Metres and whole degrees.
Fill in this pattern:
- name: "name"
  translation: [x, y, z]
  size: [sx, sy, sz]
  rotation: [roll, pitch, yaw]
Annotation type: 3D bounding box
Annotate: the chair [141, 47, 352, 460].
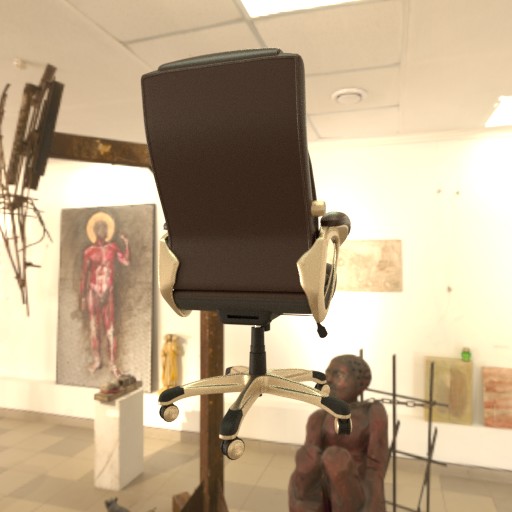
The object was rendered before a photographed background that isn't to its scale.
- name: "chair"
  translation: [0.000, 0.000, 1.615]
  size: [0.692, 1.194, 0.749]
  rotation: [0, -1, 17]
